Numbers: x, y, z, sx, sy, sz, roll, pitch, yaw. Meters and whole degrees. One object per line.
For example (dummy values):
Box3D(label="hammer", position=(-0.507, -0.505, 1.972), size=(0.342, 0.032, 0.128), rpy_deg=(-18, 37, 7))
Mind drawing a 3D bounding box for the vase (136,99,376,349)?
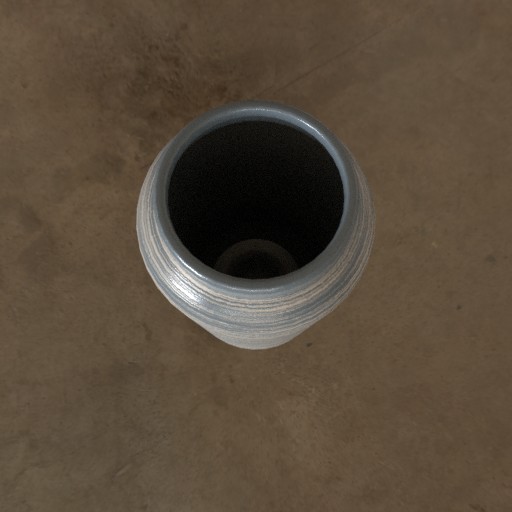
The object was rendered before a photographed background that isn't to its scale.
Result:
Box3D(label="vase", position=(0.000, 0.000, 0.295), size=(0.116, 0.230, 0.116), rpy_deg=(0, 76, 0))
